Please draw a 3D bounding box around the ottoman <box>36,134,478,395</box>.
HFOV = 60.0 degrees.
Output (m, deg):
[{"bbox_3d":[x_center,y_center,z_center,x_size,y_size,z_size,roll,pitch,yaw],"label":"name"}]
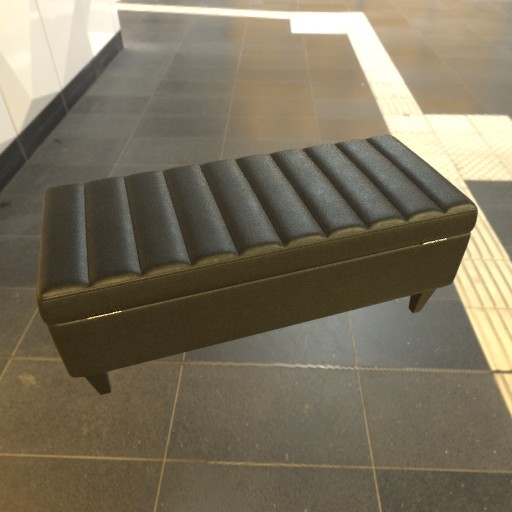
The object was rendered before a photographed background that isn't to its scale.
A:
[{"bbox_3d":[0.000,0.000,1.376,1.151,0.469,0.482,-12,43,-13],"label":"ottoman"}]
